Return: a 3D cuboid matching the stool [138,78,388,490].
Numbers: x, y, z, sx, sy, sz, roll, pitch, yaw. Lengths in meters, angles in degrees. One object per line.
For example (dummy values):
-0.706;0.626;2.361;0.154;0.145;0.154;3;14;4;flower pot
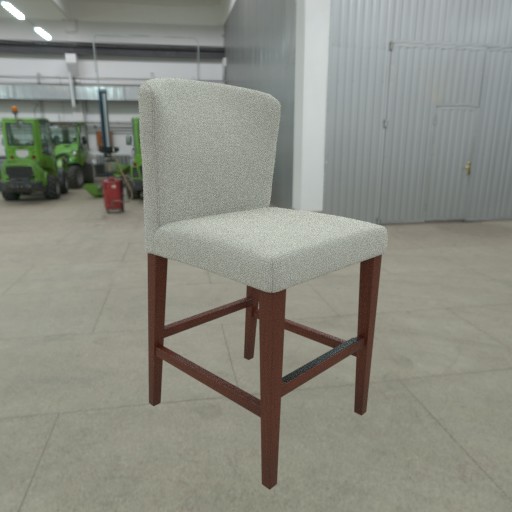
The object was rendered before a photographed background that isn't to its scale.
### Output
0.000;0.000;1.246;0.568;0.969;0.481;14;20;43;stool
